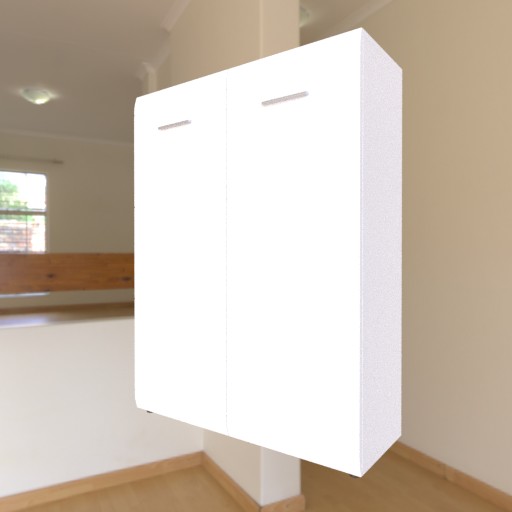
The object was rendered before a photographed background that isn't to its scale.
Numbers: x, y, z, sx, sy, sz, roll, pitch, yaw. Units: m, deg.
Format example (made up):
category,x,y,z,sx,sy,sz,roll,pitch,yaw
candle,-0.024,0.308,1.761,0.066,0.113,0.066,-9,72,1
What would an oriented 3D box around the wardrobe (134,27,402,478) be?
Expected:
category,x,y,z,sx,sy,sz,roll,pitch,yaw
wardrobe,0.000,0.000,1.547,0.900,1.200,0.360,0,1,36
